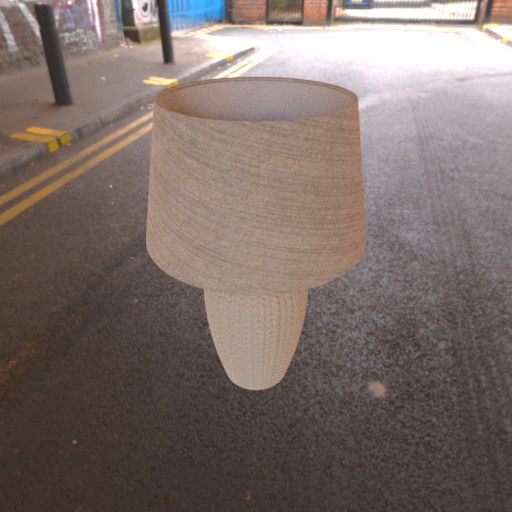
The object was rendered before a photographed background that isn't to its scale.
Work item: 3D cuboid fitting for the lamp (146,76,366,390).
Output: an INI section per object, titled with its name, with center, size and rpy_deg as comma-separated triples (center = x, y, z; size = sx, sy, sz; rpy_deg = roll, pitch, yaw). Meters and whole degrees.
[lamp]
center = 0.000, 0.000, 0.831
size = 0.390, 0.580, 0.390
rpy_deg = 0, 32, 0
